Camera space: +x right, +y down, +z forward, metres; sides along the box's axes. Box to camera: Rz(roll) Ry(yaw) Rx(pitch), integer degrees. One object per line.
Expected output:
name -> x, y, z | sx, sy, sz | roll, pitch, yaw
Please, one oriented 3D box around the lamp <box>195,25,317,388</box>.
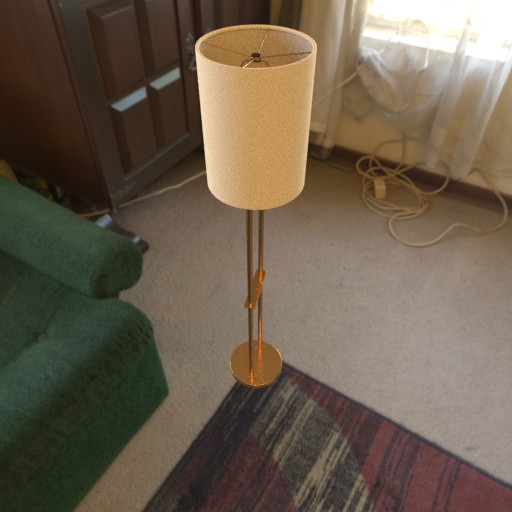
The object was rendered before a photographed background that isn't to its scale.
lamp -> 0.000, 0.000, 1.644 | 0.305, 1.500, 0.306 | 10, 46, 10
